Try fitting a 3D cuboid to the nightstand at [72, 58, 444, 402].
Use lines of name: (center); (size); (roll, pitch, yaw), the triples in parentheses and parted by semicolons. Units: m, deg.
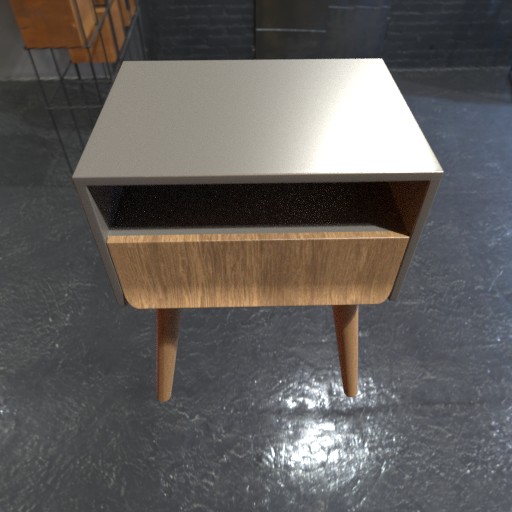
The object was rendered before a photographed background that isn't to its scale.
nightstand: (0.000, 0.000, 0.714); (0.370, 0.508, 0.288); (-1, 46, -1)
